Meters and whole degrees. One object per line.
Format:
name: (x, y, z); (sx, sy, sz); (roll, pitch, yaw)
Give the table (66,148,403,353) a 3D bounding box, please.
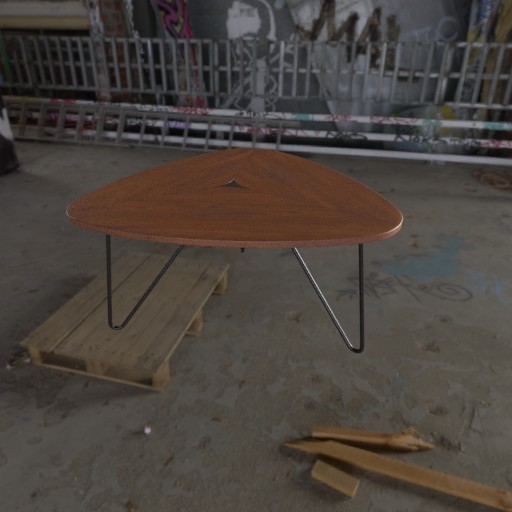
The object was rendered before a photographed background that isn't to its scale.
table: (0.000, 0.000, 1.345); (0.821, 0.413, 0.833); (18, 33, 31)
